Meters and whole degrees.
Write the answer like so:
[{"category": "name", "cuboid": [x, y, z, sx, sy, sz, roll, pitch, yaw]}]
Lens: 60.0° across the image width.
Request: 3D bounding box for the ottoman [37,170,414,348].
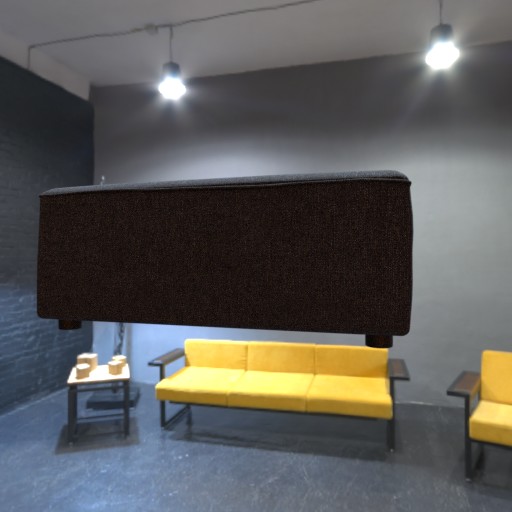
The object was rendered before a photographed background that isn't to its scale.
[{"category": "ottoman", "cuboid": [0.000, 0.000, 1.574, 1.023, 0.423, 1.017, 0, 0, 18]}]
